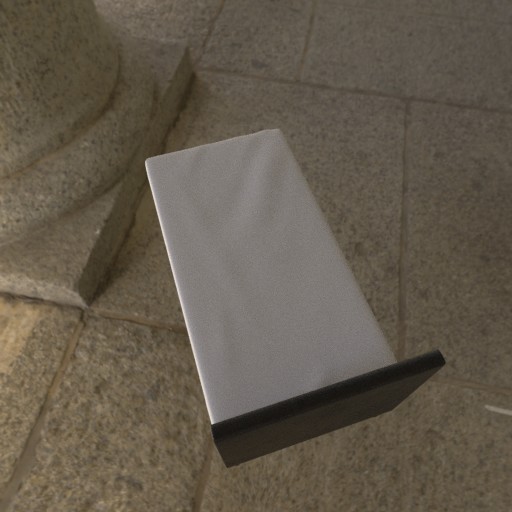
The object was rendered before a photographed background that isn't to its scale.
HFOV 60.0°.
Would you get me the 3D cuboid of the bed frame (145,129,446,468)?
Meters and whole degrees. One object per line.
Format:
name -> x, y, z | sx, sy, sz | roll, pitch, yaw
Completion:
bed frame -> 0.000, 0.000, 2.593 | 1.038, 1.046, 2.152 | -15, 60, -9
